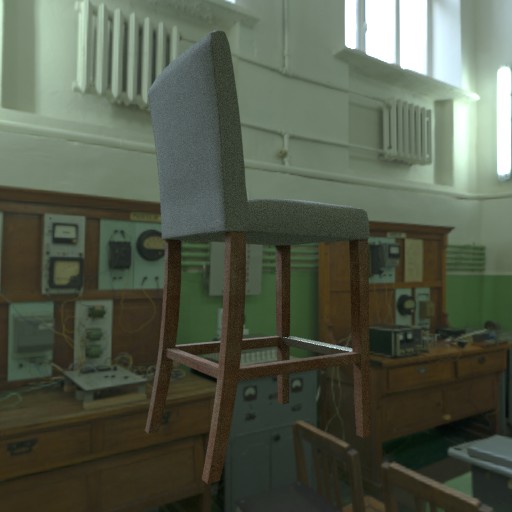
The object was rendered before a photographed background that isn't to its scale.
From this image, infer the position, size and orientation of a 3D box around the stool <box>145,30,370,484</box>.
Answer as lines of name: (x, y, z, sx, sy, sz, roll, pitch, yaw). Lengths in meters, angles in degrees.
stool: (0.000, 0.000, 1.372, 0.570, 1.088, 0.439, 1, -2, -34)
